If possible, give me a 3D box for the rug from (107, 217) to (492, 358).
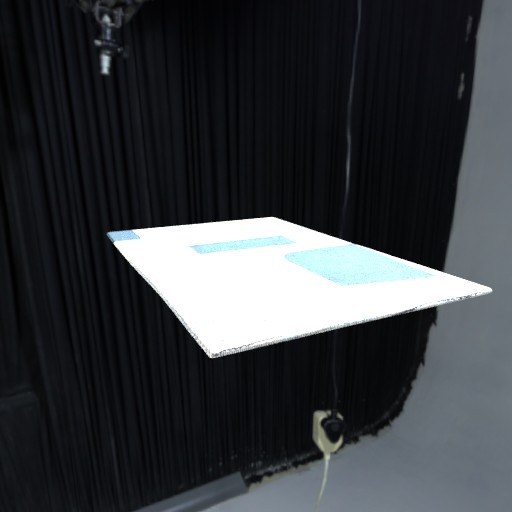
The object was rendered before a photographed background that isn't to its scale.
[{"bbox_3d":[0.000,0.000,2.336,1.238,0.020,1.847,-8,17,-26],"label":"rug"}]
